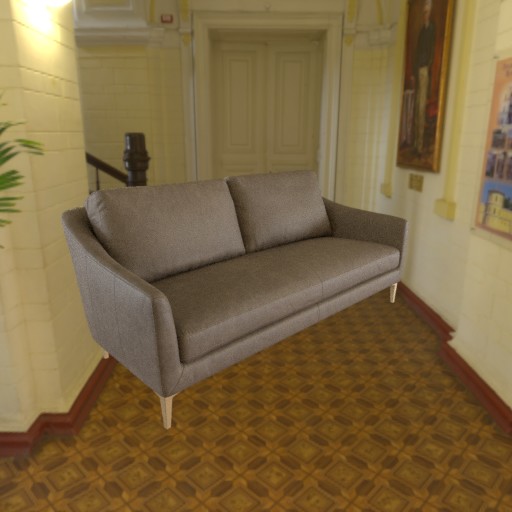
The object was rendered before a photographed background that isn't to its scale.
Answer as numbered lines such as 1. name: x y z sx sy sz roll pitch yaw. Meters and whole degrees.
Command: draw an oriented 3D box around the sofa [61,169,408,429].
1. sofa: 0.000 0.000 2.627 0.960 0.902 2.036 14 21 42
